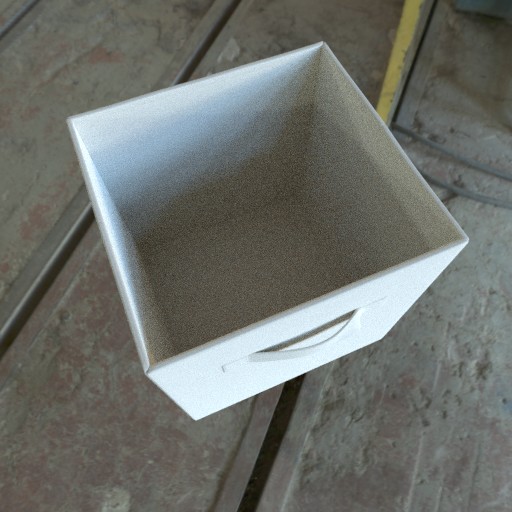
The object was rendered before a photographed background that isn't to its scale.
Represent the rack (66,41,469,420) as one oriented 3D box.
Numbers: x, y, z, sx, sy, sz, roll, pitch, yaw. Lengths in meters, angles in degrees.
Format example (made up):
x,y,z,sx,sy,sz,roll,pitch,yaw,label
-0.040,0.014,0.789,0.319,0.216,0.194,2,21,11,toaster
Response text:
x,y,z,sx,sy,sz,roll,pitch,yaw,label
0.000,0.000,0.496,0.270,0.280,0.270,-21,65,-10,rack
